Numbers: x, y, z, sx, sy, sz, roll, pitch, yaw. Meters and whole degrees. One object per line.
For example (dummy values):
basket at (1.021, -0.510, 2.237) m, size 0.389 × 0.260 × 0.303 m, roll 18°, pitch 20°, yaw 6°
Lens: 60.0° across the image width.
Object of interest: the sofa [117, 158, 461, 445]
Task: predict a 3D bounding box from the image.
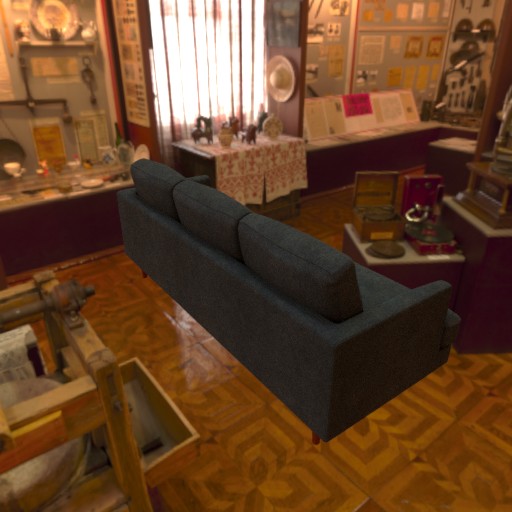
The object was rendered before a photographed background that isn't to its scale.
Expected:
sofa at (0.000, 0.000, 2.733) m, size 0.903 × 0.930 × 2.246 m, roll -18°, pitch 31°, yaw -32°
